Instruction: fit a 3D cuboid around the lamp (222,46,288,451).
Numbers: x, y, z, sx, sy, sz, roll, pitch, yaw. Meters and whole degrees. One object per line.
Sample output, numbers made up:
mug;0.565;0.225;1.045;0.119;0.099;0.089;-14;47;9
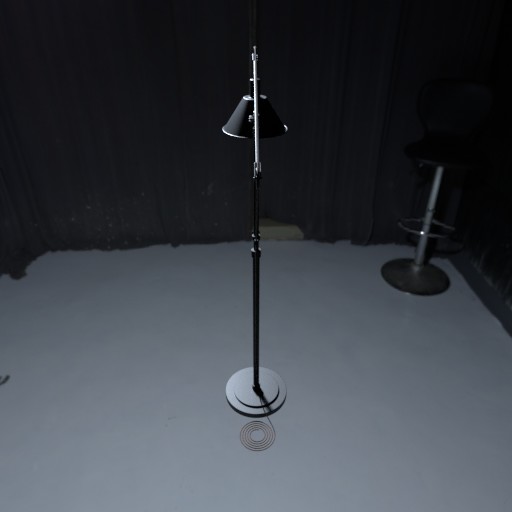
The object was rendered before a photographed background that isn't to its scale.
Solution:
lamp;0.000;0.000;1.958;0.319;1.626;0.904;0;32;-1
